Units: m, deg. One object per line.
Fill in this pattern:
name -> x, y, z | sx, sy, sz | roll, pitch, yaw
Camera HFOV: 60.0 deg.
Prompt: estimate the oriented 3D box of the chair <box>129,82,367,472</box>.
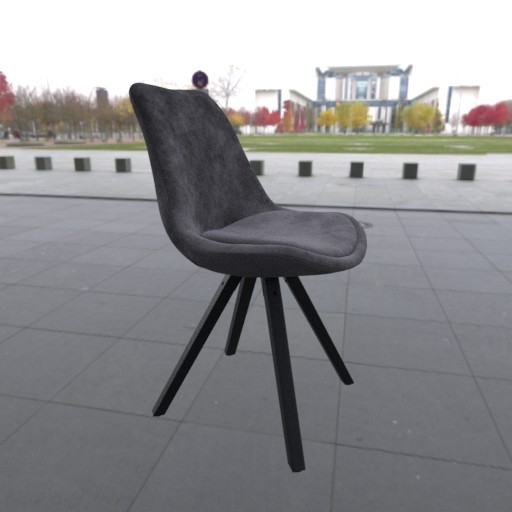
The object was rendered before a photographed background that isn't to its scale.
chair -> 0.000, 0.000, 1.158 | 0.550, 0.850, 0.485 | 8, 18, 27
